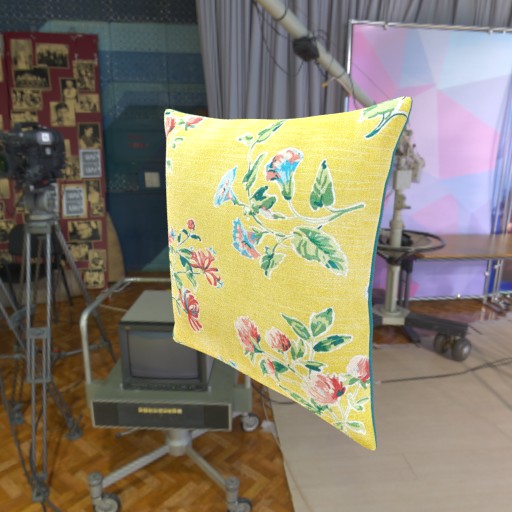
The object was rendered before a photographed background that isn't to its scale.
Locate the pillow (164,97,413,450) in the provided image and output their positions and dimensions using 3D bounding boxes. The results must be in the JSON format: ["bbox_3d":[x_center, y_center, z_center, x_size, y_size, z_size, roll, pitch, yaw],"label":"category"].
[{"bbox_3d":[0.000,0.000,0.782,0.525,0.508,0.166,16,22,43],"label":"pillow"}]
